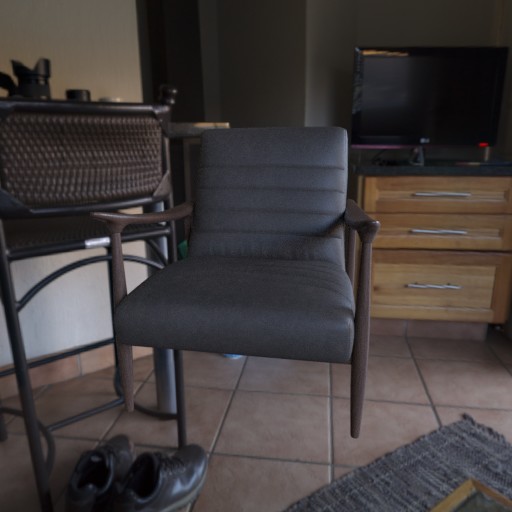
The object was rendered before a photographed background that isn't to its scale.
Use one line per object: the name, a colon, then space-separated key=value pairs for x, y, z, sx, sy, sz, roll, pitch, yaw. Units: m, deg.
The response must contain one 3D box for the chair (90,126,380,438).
chair: x=0.000 y=0.000 z=1.441 sx=0.741 sy=0.831 sz=0.798 roll=3 pitch=14 yaw=10
